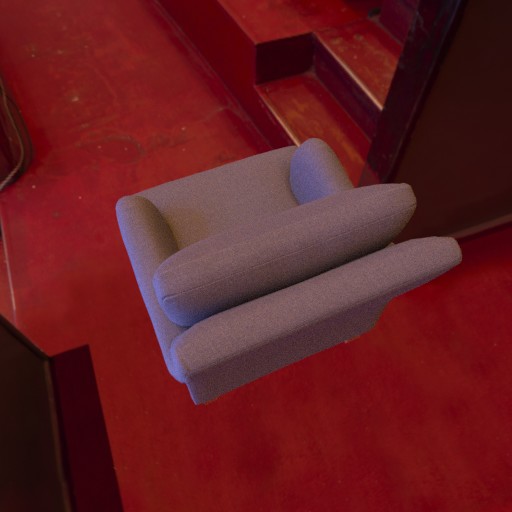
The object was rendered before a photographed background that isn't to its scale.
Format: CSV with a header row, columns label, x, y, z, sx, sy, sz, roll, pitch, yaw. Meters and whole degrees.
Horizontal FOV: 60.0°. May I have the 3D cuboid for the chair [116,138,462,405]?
label,x,y,z,sx,sy,sz,roll,pitch,yaw
chair,0.000,0.000,1.836,0.955,1.038,1.070,-20,59,-13
